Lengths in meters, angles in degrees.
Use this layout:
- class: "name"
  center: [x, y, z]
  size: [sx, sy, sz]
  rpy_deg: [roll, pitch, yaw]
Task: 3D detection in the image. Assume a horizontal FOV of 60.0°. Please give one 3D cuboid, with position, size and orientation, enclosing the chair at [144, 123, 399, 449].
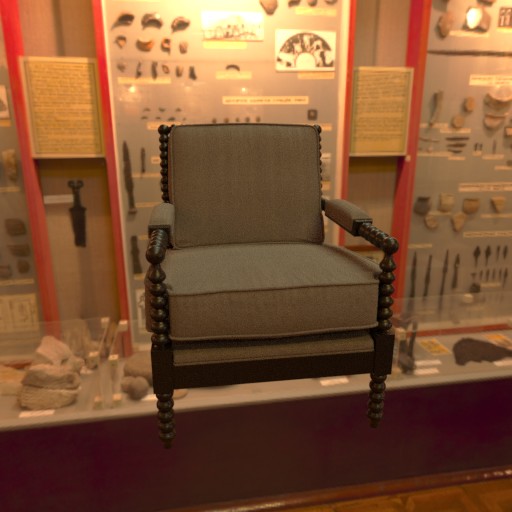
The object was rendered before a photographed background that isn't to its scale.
- class: "chair"
  center: [0.000, 0.000, 1.143]
  size: [0.540, 0.661, 0.622]
  rpy_deg: [-2, 16, -8]
